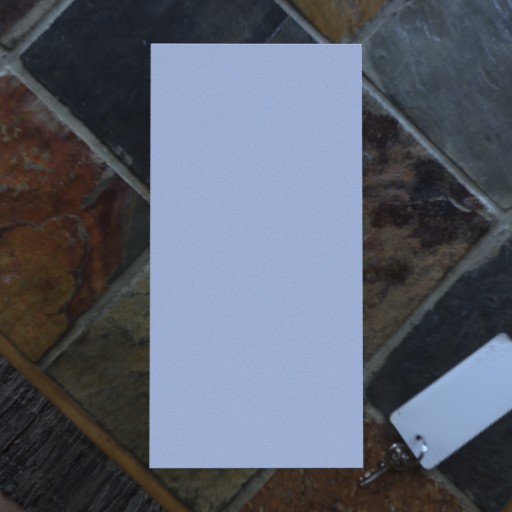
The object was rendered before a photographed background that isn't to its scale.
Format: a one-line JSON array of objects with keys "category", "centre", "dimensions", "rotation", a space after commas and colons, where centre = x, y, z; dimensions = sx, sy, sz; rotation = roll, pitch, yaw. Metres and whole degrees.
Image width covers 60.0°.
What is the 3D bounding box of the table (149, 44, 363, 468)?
[{"category": "table", "centre": [0.000, 0.000, 1.263], "dimensions": [0.500, 0.440, 1.000], "rotation": [0, 89, 0]}]
